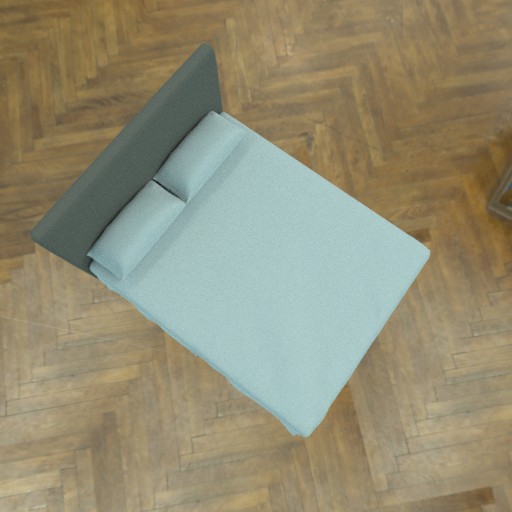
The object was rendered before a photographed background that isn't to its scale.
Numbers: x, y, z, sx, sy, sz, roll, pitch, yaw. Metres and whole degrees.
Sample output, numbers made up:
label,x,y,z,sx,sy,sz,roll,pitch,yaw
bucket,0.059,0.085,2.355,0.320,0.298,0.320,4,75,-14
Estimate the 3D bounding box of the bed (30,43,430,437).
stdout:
label,x,y,z,sx,sy,sz,roll,pitch,yaw
bed,0.000,0.000,3.228,2.142,1.330,1.748,36,78,9
